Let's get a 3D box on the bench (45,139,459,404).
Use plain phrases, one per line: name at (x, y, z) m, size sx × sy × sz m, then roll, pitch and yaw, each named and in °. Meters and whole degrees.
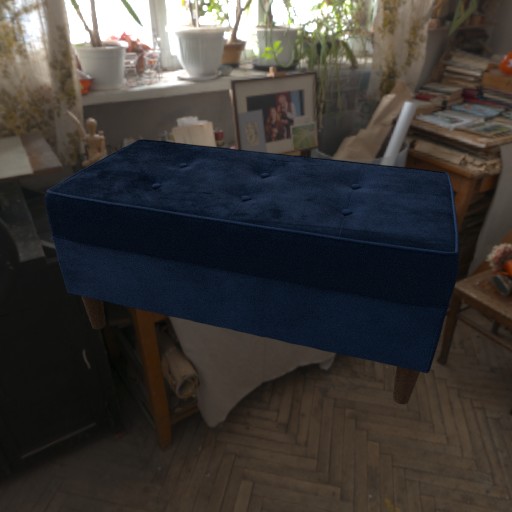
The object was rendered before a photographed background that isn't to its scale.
bench at (0.000, 0.000, 1.296) m, size 1.010 × 0.467 × 0.489 m, roll 10°, pitch 33°, yaw 15°
